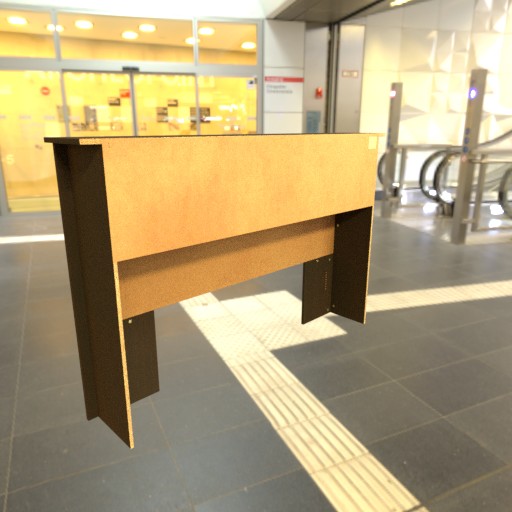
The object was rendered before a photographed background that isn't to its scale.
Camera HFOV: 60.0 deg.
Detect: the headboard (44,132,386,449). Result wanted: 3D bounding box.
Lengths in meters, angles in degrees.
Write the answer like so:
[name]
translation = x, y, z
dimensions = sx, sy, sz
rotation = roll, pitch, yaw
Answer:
[headboard]
translation = 0.000, 0.000, 2.068
dimensions = 1.671, 1.092, 0.279
rotation = -15, 22, -42
